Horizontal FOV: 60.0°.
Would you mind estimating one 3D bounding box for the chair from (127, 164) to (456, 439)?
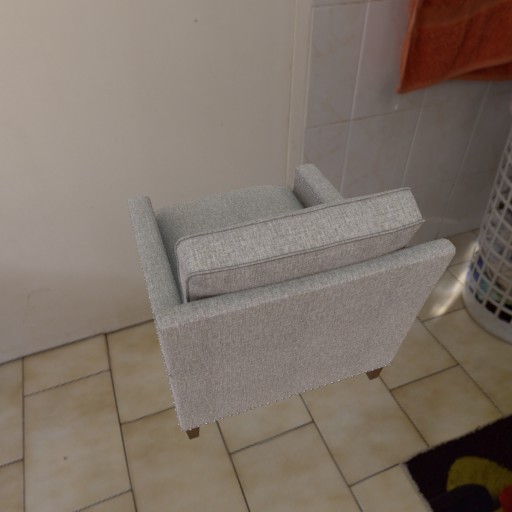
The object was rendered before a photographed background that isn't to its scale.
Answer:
[{"bbox_3d":[0.000,0.000,1.707,0.853,0.943,1.014,-13,44,-14],"label":"chair"}]
